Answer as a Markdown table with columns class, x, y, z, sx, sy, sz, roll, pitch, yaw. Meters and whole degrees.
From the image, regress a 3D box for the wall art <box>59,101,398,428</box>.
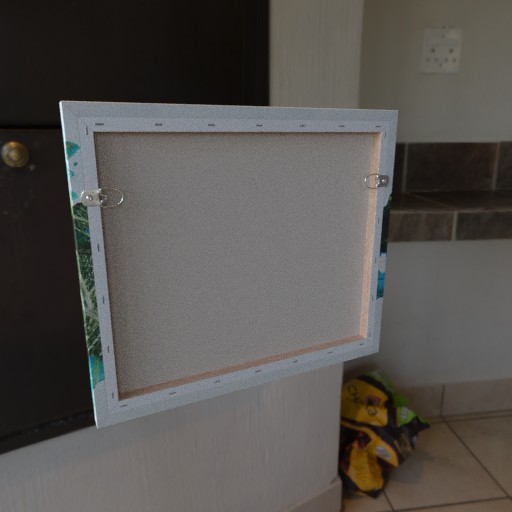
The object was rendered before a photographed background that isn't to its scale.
| class | x | y | z | sx | sy | sz | roll | pitch | yaw |
| --- | --- | --- | --- | --- | --- | --- | --- | --- | --- |
| wall art | 0.000 | 0.000 | 0.955 | 0.711 | 0.610 | 0.043 | -8 | 17 | -25 |
